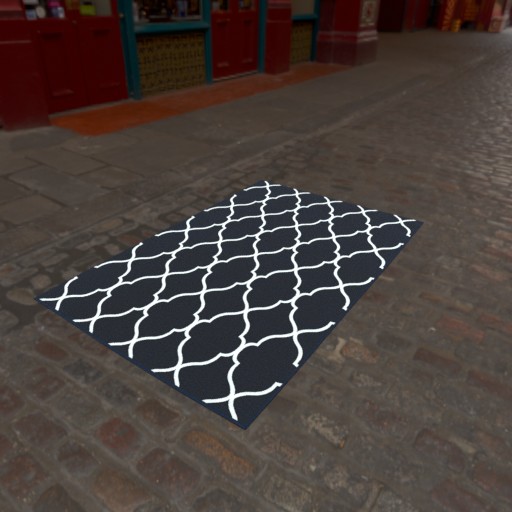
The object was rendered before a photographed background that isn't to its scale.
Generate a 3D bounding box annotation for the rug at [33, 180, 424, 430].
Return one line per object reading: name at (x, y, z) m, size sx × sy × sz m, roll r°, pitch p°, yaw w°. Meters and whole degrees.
rug at (0.000, 0.000, 2.953) m, size 1.528 × 0.014 × 2.294 m, roll 20°, pitch 36°, yaw 30°
